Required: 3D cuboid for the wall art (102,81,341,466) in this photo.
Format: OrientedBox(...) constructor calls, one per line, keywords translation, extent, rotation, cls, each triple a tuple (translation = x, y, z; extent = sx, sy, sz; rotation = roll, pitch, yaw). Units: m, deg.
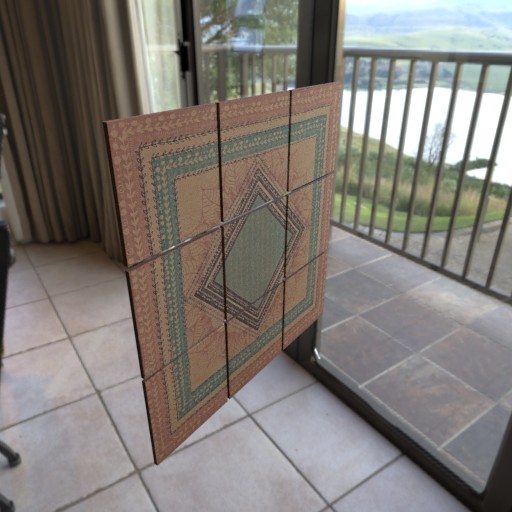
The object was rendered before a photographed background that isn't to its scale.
OrientedBox(translation=(0.000, 0.000, 1.336), extent=(0.013, 0.914, 0.915), rotation=(19, 32, 32), cls="wall art")
